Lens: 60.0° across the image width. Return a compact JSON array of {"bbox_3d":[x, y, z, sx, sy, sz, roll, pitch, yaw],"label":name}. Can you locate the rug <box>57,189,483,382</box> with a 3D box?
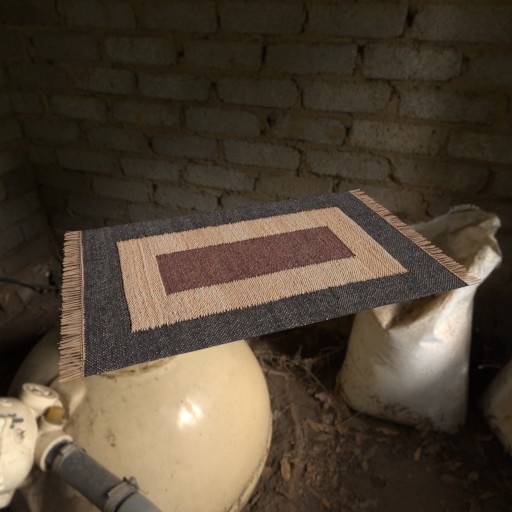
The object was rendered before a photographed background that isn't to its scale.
[{"bbox_3d":[0.000,0.000,2.440,2.021,0.027,1.224,-10,34,-16],"label":"rug"}]
